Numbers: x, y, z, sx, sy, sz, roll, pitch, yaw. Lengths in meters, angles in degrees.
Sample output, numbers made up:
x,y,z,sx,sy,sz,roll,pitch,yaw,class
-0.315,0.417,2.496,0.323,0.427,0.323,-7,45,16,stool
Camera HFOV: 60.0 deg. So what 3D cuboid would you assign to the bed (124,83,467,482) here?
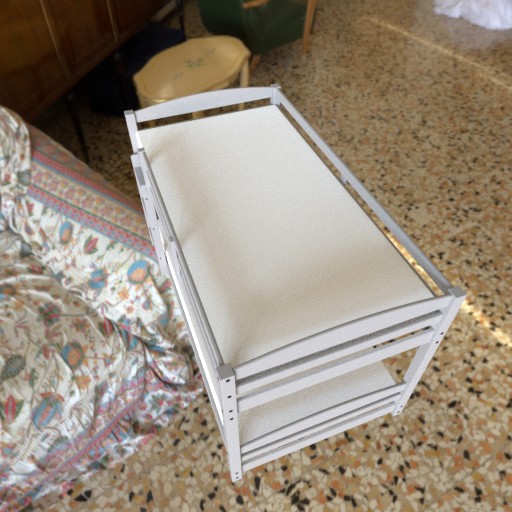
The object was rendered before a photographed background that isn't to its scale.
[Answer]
x,y,z,sx,sy,sz,roll,pitch,yaw,class
0.000,0.000,2.745,1.105,1.206,2.013,-16,49,-14,bed
